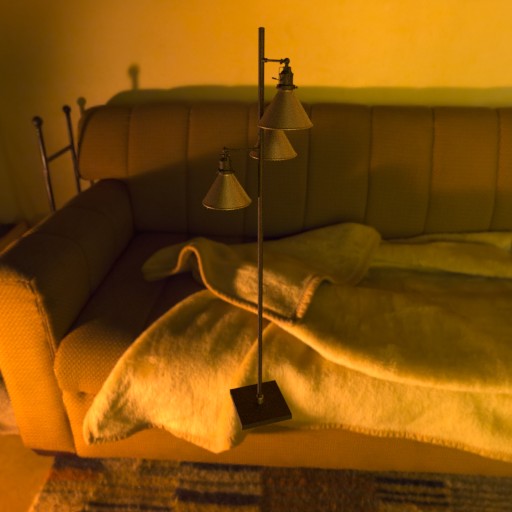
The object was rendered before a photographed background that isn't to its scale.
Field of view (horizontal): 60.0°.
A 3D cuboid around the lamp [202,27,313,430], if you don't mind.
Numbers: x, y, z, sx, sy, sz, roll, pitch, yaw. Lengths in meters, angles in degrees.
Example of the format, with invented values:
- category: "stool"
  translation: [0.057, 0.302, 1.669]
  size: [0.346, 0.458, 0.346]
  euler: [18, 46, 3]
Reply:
- category: "lamp"
  translation: [0.000, 0.000, 1.868]
  size: [0.415, 1.716, 0.428]
  euler: [-8, 27, -15]
